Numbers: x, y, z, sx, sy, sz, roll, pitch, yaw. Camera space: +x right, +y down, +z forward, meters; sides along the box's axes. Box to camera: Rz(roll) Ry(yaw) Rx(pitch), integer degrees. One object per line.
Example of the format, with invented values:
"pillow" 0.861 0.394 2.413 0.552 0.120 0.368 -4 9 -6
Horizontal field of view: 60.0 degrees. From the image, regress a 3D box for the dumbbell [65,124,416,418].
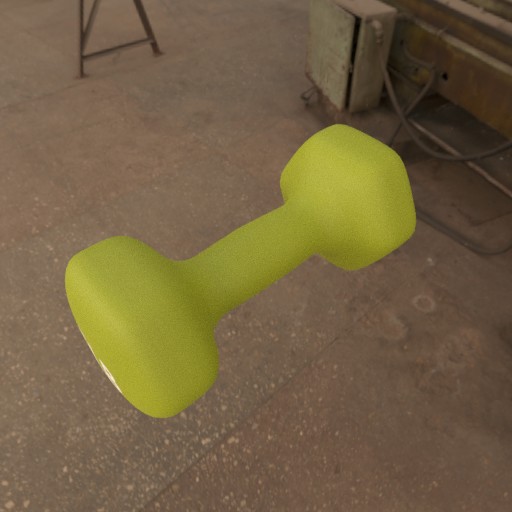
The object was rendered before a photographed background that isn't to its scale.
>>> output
"dumbbell" 0.000 0.000 0.209 0.164 0.072 0.080 -31 54 -26
